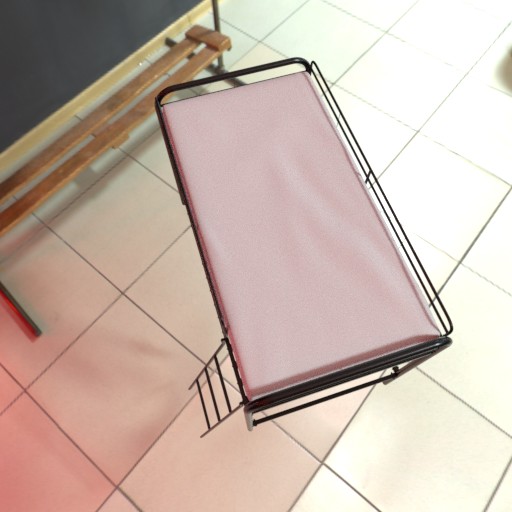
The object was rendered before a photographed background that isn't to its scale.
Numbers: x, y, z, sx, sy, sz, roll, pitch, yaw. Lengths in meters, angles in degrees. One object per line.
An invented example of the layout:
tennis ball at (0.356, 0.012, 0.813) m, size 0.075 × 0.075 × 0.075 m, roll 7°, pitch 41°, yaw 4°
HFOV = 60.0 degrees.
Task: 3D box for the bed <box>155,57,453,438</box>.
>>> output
bed at (0.000, 0.000, 2.938) m, size 1.393 × 1.289 × 1.968 m, roll -16°, pitch 66°, yaw -7°
